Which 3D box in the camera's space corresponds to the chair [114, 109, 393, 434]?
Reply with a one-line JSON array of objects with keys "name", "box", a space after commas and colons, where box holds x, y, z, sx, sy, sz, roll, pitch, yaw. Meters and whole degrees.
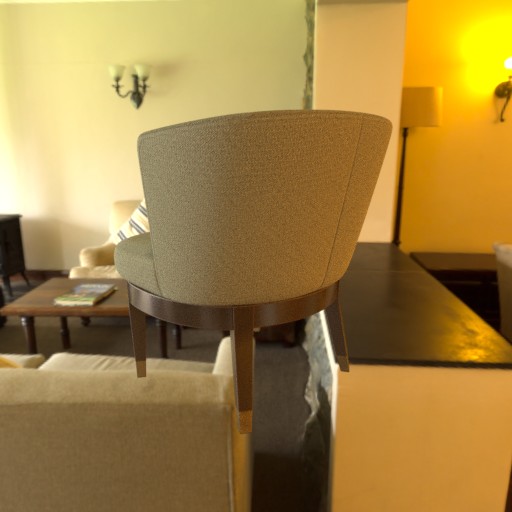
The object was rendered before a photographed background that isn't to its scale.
[{"name": "chair", "box": [0.000, 0.000, 1.283, 0.660, 0.760, 0.700, 13, 18, 43]}]
